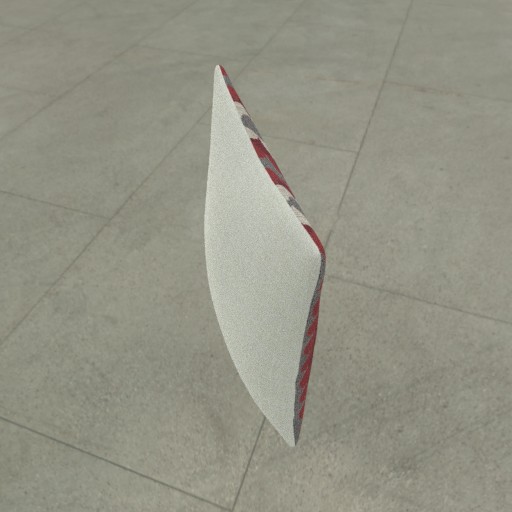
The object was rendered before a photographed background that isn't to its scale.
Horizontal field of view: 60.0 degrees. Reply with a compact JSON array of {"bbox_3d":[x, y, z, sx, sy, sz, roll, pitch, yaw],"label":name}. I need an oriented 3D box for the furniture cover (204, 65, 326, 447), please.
[{"bbox_3d":[0.000,0.000,0.676,0.145,0.420,0.435,-11,47,-11],"label":"furniture cover"}]
